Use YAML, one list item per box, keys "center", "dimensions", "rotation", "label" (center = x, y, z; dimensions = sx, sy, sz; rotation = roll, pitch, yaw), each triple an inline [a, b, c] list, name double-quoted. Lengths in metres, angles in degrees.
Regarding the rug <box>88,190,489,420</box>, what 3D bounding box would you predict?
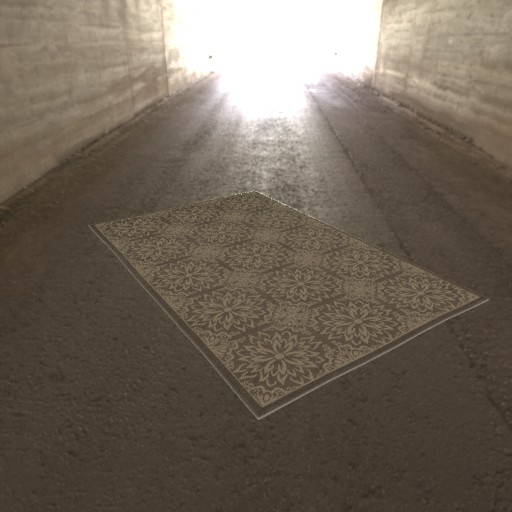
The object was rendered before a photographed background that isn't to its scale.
- center: [0.000, 0.000, 3.447]
  dimensions: [1.819, 0.018, 2.746]
  rotation: [-16, 31, -30]
  label: "rug"
